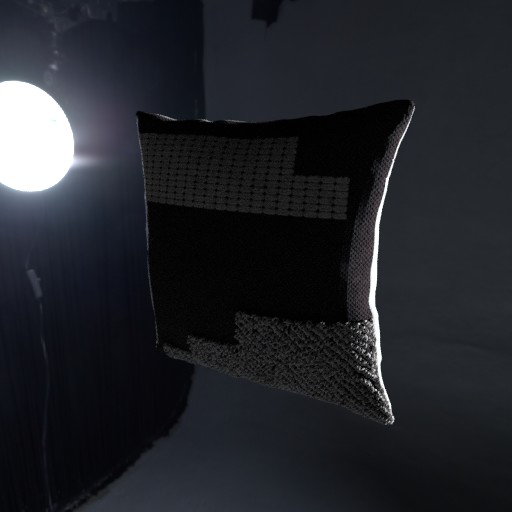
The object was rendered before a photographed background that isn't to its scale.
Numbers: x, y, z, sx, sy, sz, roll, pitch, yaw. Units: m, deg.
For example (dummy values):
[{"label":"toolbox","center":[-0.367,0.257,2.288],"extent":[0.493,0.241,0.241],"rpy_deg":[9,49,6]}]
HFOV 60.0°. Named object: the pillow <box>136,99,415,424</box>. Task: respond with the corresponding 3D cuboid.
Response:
[{"label":"pillow","center":[0.000,0.000,0.727],"extent":[0.475,0.473,0.178],"rpy_deg":[7,15,28]}]
